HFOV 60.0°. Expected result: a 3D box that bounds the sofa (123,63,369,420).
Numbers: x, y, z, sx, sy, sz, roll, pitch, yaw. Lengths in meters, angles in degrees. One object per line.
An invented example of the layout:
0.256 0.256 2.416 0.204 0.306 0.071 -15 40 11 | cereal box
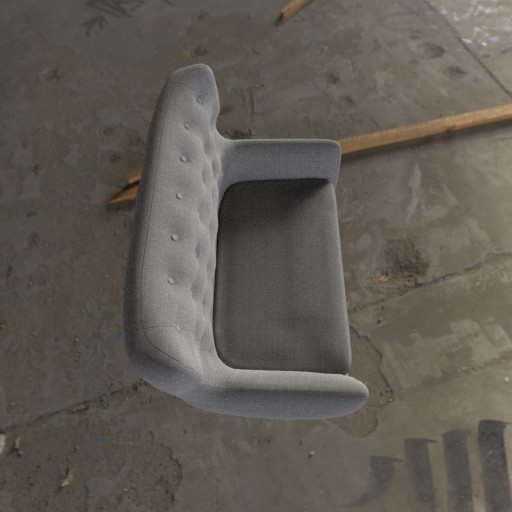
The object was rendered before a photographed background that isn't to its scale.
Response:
0.000 0.000 2.021 0.884 1.028 1.386 0 61 0 | sofa
